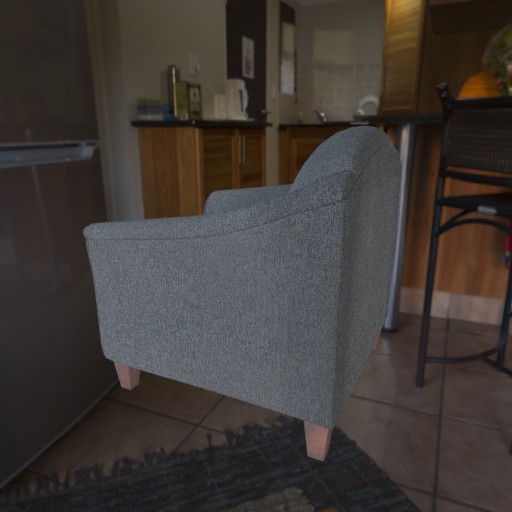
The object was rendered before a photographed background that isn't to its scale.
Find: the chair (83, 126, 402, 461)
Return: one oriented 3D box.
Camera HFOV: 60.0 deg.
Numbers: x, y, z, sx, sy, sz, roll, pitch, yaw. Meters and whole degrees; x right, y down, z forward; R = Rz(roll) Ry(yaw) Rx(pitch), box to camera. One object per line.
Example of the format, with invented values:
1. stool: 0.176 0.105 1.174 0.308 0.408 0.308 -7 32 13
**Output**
1. chair: 0.000 0.000 1.482 0.787 0.839 0.763 8 19 25
